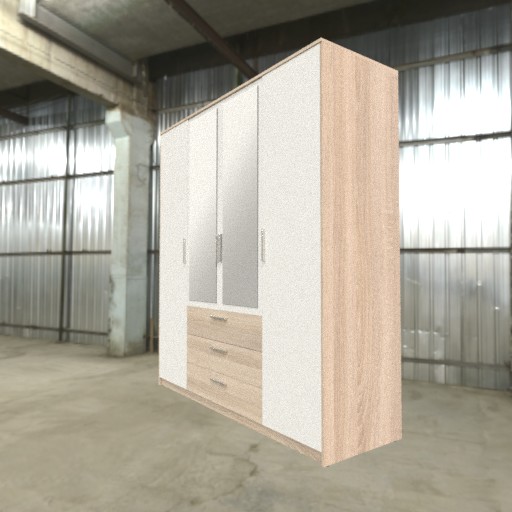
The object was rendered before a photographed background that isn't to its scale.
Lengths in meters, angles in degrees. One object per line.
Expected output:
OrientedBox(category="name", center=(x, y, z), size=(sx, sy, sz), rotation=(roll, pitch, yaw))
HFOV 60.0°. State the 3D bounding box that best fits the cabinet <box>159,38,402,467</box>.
OrientedBox(category="cabinet", center=(0.000, 0.000, 3.045), size=(0.620, 2.060, 1.870), rotation=(1, -2, -36))
